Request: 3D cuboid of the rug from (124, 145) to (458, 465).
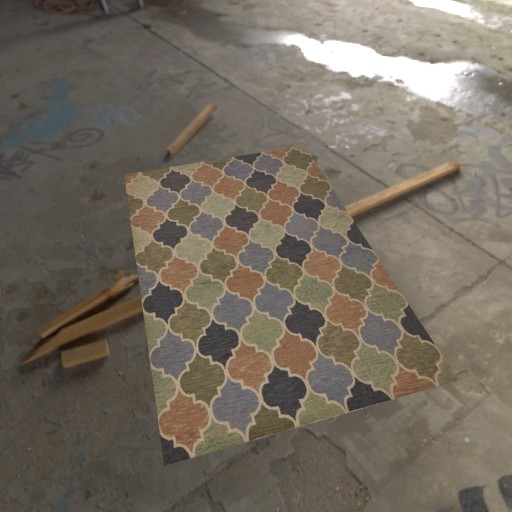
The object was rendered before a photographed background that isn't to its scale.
[{"bbox_3d":[0.000,0.000,2.324,1.216,0.006,1.828,-12,48,-11],"label":"rug"}]
